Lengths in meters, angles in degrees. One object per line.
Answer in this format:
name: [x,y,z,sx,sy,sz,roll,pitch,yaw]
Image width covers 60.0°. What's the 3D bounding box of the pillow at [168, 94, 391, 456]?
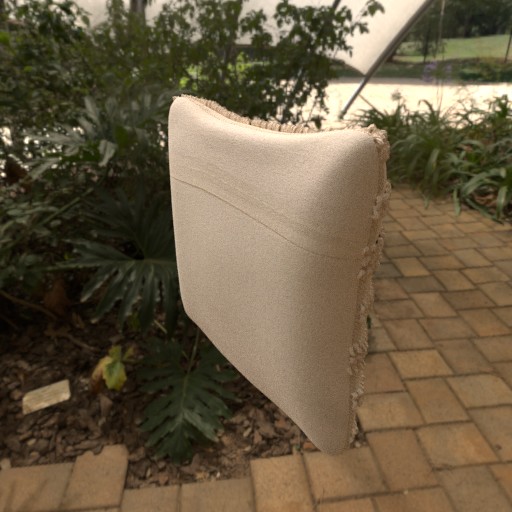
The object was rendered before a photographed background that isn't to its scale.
pillow: [0.000,0.000,0.654,0.145,0.427,0.437,-17,31,-31]
